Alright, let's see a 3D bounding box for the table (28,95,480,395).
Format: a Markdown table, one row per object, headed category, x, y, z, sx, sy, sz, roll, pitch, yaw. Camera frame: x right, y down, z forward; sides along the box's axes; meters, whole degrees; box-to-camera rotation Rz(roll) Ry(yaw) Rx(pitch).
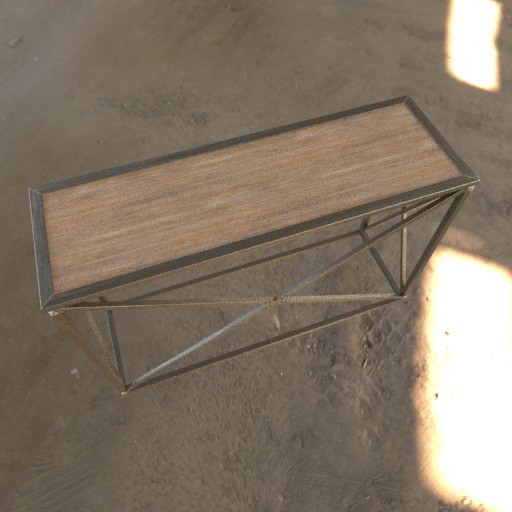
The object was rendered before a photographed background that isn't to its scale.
| category | x | y | z | sx | sy | sz | roll | pitch | yaw |
| --- | --- | --- | --- | --- | --- | --- | --- | --- | --- |
| table | 0.000 | 0.000 | 1.569 | 1.216 | 0.753 | 0.402 | -17 | 59 | -10 |
